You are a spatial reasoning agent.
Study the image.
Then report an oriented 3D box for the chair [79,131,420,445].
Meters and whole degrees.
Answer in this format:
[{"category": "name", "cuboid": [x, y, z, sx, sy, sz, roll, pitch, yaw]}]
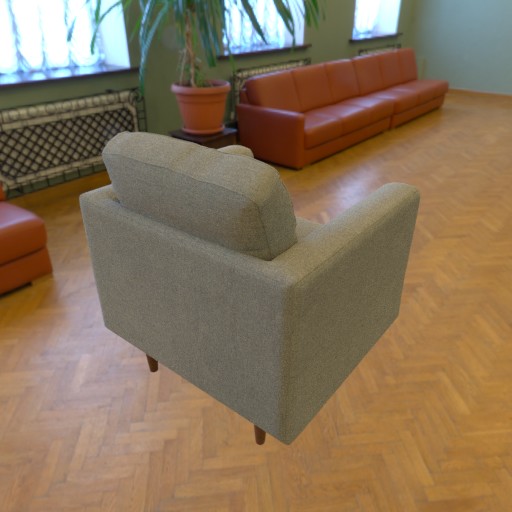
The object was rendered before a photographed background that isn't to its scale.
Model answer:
[{"category": "chair", "cuboid": [0.000, 0.000, 1.570, 0.855, 0.927, 0.800, 21, 36, 32]}]
